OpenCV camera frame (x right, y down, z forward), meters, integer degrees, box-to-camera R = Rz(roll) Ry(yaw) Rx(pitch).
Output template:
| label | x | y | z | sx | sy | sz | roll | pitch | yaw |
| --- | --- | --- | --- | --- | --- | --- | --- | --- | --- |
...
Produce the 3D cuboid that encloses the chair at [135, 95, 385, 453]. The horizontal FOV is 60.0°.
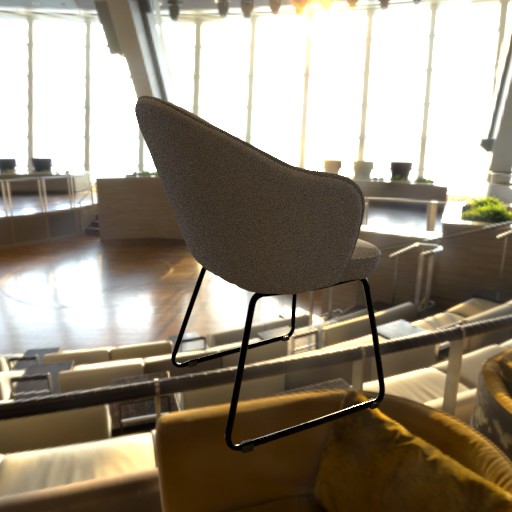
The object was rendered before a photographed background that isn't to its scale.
| label | x | y | z | sx | sy | sz | roll | pitch | yaw |
| --- | --- | --- | --- | --- | --- | --- | --- | --- | --- |
| chair | 0.000 | 0.000 | 1.232 | 0.592 | 0.817 | 0.570 | -8 | 17 | -27 |
